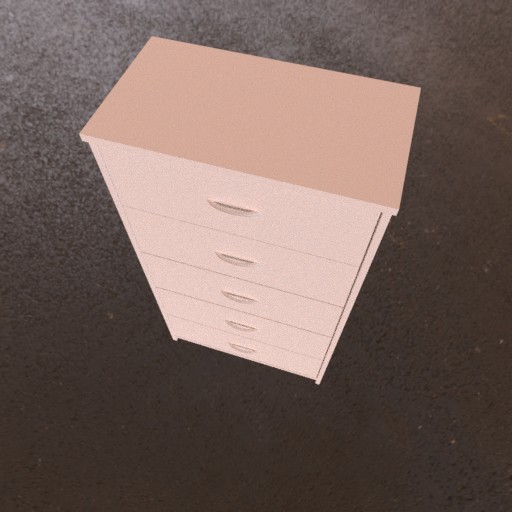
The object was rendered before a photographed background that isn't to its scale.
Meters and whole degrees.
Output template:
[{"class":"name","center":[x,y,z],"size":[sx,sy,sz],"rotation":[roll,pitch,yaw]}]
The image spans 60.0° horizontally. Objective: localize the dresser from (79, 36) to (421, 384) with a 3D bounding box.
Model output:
[{"class":"dresser","center":[0.000,0.000,1.550],"size":[0.704,1.255,0.399],"rotation":[15,59,9]}]
